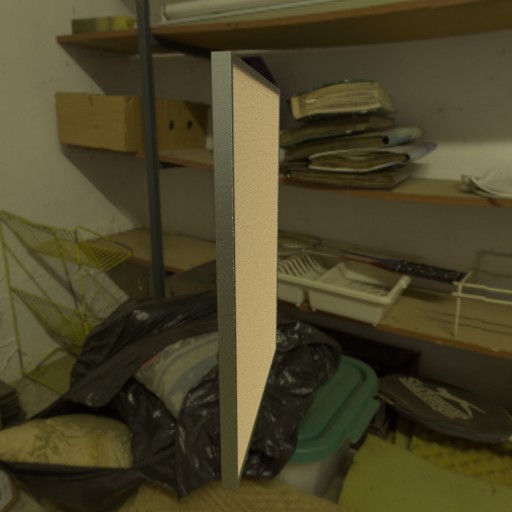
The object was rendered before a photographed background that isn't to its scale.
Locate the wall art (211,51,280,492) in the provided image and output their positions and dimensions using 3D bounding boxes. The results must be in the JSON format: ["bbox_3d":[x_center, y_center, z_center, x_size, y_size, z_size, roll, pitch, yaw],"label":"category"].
[{"bbox_3d":[0.000,0.000,1.405,0.041,1.062,0.803,3,16,10],"label":"wall art"}]
